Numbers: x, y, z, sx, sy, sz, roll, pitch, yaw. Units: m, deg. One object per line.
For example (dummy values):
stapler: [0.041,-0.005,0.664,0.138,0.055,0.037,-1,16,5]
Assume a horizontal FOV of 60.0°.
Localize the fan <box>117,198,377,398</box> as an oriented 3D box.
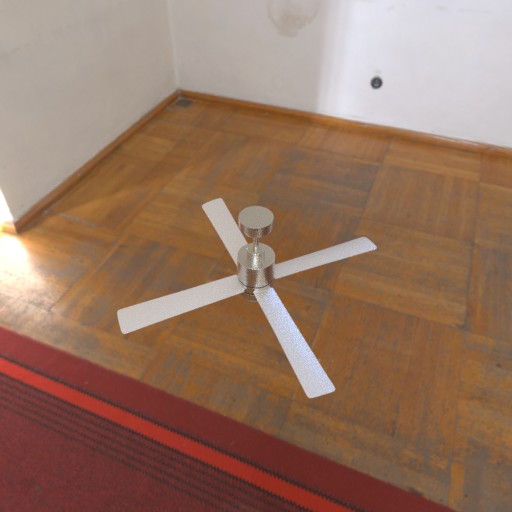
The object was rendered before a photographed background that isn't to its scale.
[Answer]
fan: [0.000,0.000,2.353,1.525,0.539,1.525,-16,47,-16]
